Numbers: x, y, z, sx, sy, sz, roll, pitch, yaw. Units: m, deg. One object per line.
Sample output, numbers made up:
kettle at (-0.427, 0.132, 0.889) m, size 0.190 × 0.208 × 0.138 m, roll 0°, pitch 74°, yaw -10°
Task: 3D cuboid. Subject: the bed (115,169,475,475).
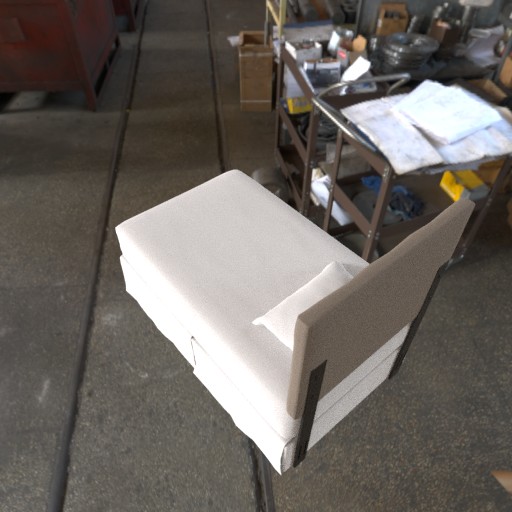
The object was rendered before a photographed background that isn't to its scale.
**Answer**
bed at (0.000, 0.000, 2.963) m, size 1.261 × 1.571 × 1.997 m, roll -31°, pitch 54°, yaw -26°
